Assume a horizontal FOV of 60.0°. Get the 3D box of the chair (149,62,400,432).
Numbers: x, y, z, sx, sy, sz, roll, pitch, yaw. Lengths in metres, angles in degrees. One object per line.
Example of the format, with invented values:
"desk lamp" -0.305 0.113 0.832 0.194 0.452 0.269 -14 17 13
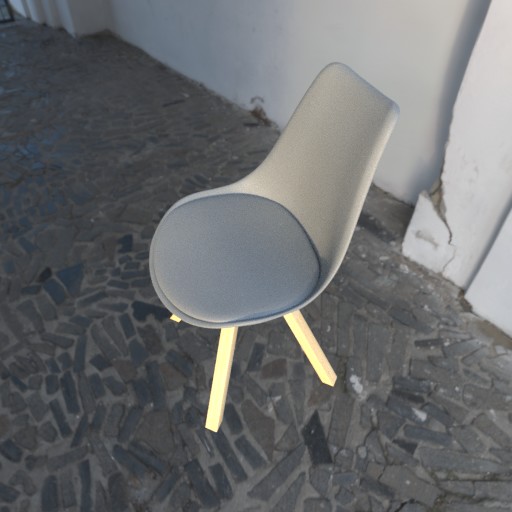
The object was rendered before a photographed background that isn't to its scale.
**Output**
"chair" 0.000 0.000 1.170 0.549 0.850 0.485 -16 48 -15
